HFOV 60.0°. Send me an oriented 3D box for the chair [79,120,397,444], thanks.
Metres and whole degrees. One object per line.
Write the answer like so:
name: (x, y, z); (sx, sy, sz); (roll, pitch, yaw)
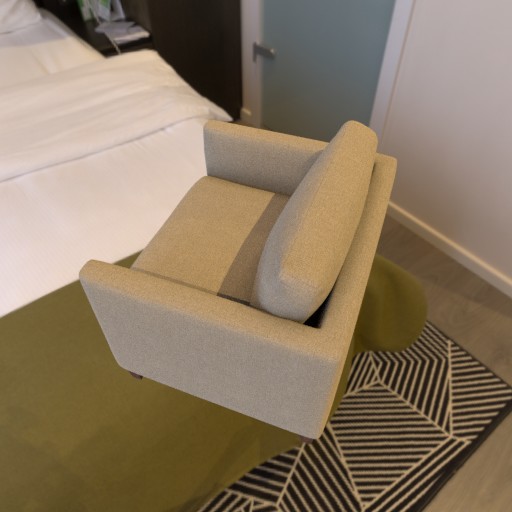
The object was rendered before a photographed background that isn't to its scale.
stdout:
chair: (0.000, 0.000, 1.924); (0.959, 0.963, 1.107); (16, 49, 14)
